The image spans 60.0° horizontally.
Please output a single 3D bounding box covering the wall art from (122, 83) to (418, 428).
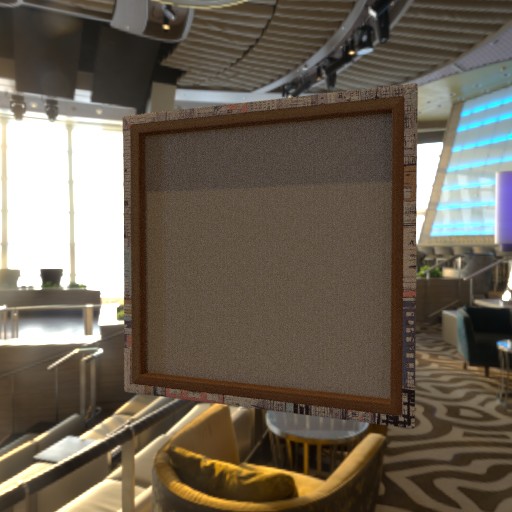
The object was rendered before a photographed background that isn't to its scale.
[{"bbox_3d":[0.000,0.000,0.893,0.607,0.608,0.038,0,1,19],"label":"wall art"}]
